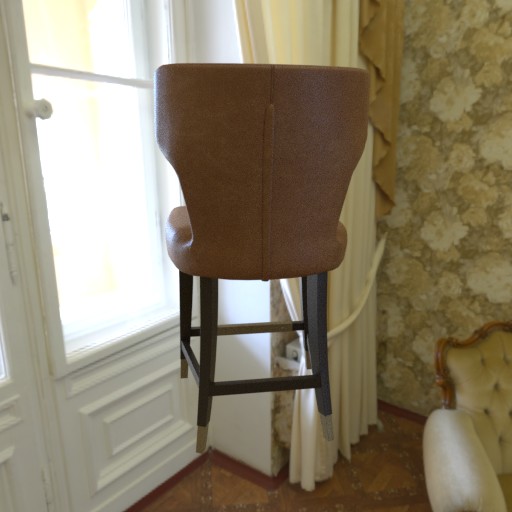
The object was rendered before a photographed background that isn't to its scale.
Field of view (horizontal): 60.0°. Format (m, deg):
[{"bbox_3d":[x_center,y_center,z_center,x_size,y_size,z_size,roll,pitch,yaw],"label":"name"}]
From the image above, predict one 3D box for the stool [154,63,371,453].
[{"bbox_3d":[0.000,0.000,1.298,0.526,0.982,0.563,-2,14,-8],"label":"stool"}]
